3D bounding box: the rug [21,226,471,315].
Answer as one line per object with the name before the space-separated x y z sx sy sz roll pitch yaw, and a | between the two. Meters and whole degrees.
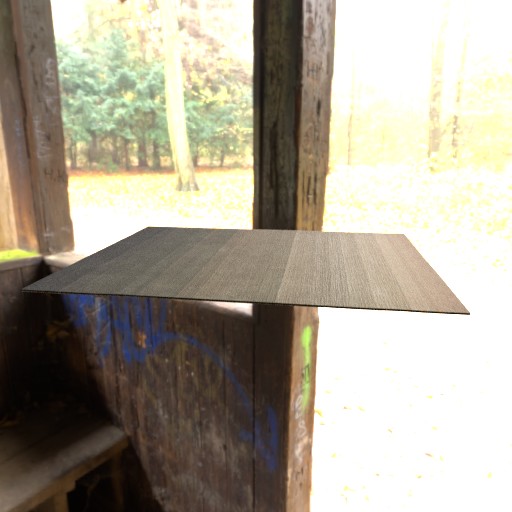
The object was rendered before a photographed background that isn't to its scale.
rug | 0.000 0.000 3.936 2.932 0.015 2.315 2 15 8
